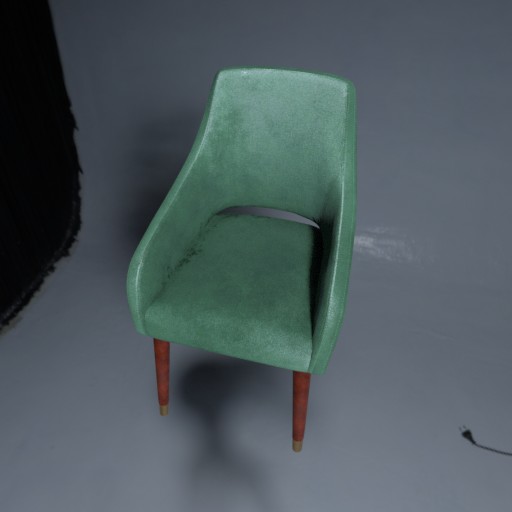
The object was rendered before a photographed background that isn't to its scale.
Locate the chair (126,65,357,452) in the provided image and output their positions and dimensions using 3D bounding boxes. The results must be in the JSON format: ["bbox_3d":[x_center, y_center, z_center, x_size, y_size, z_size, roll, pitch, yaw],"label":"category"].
[{"bbox_3d":[0.000,0.000,1.593,0.683,1.081,0.794,10,41,12],"label":"chair"}]
